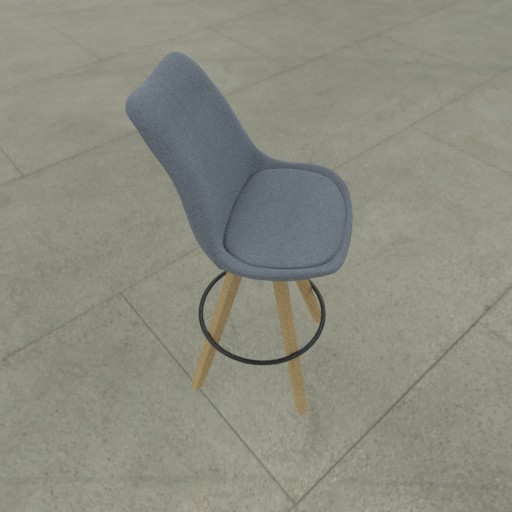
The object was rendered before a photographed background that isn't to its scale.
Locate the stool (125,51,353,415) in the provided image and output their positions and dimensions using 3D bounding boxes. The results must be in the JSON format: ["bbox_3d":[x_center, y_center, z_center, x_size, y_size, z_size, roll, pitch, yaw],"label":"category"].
[{"bbox_3d":[0.000,0.000,1.400,0.550,1.115,0.485,10,48,9],"label":"stool"}]
